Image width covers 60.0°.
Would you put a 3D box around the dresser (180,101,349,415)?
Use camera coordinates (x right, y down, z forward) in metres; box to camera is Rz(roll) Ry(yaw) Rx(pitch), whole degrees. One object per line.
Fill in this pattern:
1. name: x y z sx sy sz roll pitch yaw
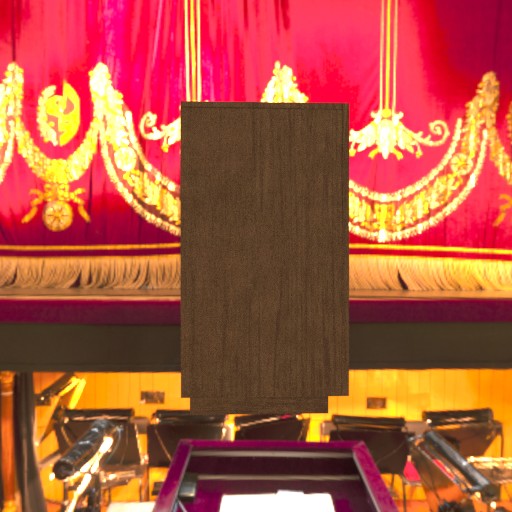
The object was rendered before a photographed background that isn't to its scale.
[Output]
1. dresser: 0.000 0.000 2.075 0.483 0.889 1.628 0 1 -2
